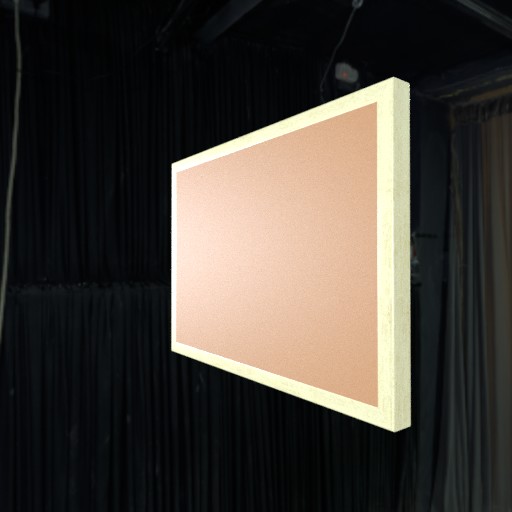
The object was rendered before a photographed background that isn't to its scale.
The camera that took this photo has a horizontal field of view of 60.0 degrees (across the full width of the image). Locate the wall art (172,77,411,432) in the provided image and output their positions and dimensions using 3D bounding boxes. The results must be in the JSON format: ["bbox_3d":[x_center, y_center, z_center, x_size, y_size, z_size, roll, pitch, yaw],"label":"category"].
[{"bbox_3d":[0.000,0.000,0.697,0.032,0.381,0.533,0,-1,-37],"label":"wall art"}]
